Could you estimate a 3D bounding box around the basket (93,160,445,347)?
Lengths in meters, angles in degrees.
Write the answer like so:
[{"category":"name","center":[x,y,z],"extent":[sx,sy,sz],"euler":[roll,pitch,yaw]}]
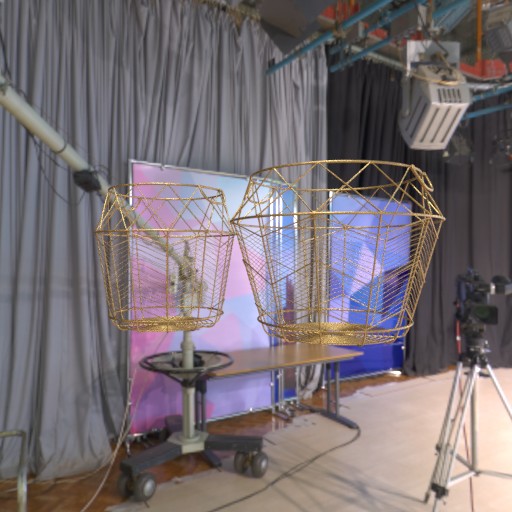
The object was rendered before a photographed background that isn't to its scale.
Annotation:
[{"category":"basket","center":[0.000,0.000,1.023],"extent":[0.805,0.343,0.451],"euler":[0,0,18]}]
